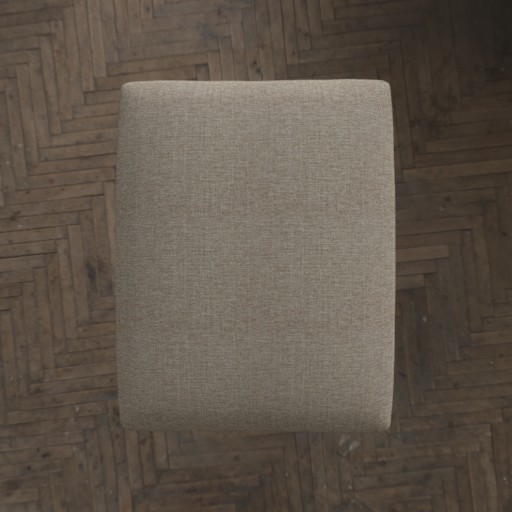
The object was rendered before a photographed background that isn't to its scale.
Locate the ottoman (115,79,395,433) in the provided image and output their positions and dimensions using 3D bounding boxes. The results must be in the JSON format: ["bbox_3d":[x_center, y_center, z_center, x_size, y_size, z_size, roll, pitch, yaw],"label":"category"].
[{"bbox_3d":[0.000,0.000,1.101,0.584,0.513,0.741,0,90,1],"label":"ottoman"}]
